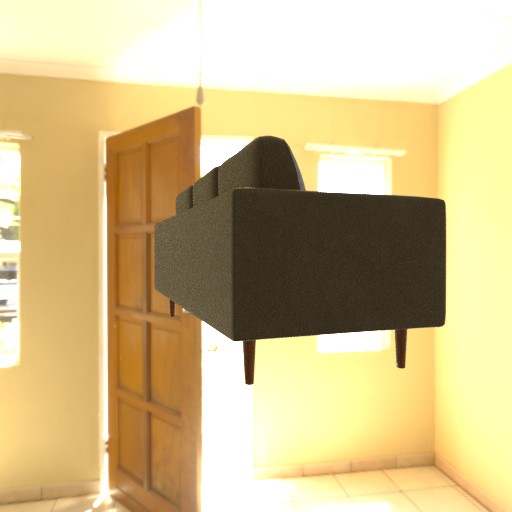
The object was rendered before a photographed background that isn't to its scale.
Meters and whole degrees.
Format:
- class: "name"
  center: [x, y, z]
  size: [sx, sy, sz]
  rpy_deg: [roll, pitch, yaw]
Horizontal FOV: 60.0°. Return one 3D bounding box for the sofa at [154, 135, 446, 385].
- class: "sofa"
  center: [0.000, 0.000, 2.486]
  size: [0.879, 0.899, 2.029]
  rpy_deg: [0, 1, -20]
